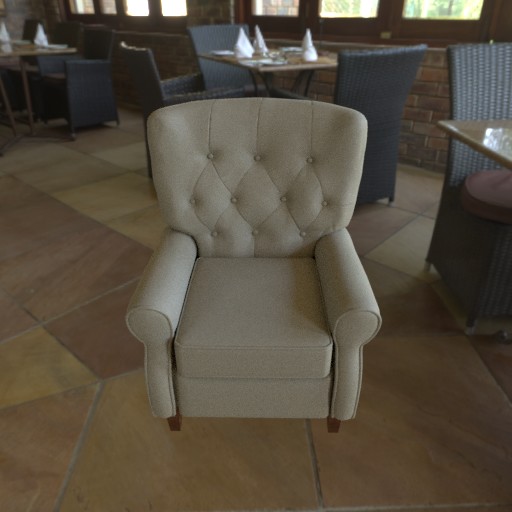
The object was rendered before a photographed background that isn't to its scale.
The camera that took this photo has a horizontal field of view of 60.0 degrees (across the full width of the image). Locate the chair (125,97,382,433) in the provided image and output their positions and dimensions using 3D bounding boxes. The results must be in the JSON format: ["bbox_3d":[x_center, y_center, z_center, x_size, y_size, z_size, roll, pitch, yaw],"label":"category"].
[{"bbox_3d":[0.000,0.000,1.897,0.943,1.158,1.059,1,29,1],"label":"chair"}]
